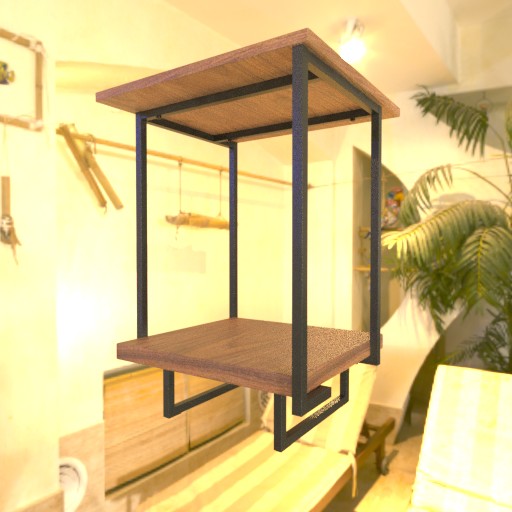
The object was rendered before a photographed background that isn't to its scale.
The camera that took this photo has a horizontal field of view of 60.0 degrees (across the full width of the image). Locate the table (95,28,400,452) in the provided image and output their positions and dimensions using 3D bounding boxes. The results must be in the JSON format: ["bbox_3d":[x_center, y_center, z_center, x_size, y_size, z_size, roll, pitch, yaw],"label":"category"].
[{"bbox_3d":[0.000,0.000,0.816,0.411,0.567,0.384,1,2,34],"label":"table"}]
